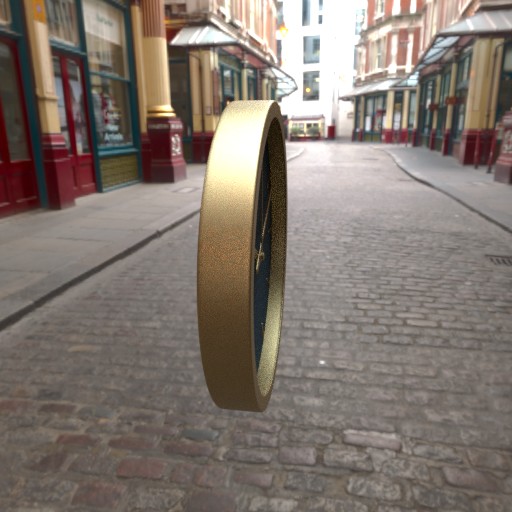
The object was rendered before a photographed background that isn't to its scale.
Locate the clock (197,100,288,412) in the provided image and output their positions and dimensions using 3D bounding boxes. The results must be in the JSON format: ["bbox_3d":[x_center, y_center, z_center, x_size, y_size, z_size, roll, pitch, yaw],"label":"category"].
[{"bbox_3d":[0.000,0.000,0.474,0.040,0.314,0.314,2,15,8],"label":"clock"}]
